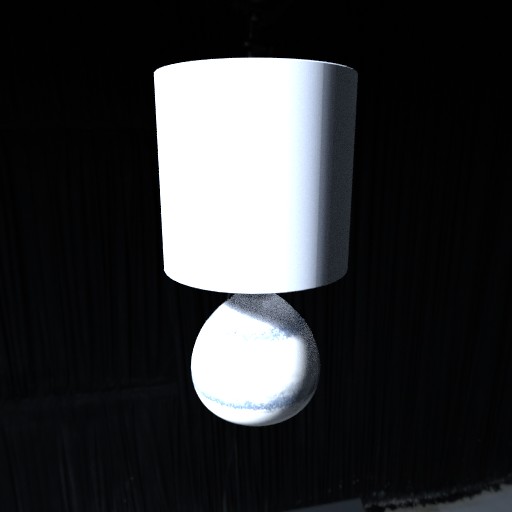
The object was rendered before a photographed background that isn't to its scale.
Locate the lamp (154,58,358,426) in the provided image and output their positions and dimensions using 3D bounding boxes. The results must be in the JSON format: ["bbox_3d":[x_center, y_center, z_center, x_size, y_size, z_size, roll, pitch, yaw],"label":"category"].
[{"bbox_3d":[0.000,0.000,0.533,0.216,0.404,0.216,-2,15,-10],"label":"lamp"}]
